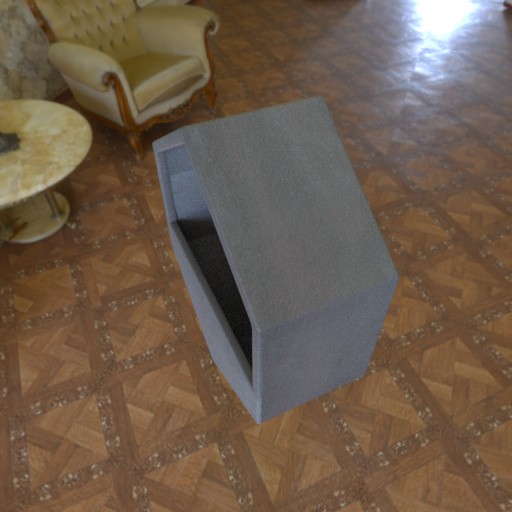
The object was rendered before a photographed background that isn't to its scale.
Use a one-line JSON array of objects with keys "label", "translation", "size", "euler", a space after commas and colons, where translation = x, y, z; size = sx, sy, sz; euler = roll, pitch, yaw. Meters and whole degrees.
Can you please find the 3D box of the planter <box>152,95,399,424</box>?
[{"label": "planter", "translation": [0.000, 0.000, 0.293], "size": [0.077, 0.206, 0.169], "euler": [-19, 49, -17]}]
